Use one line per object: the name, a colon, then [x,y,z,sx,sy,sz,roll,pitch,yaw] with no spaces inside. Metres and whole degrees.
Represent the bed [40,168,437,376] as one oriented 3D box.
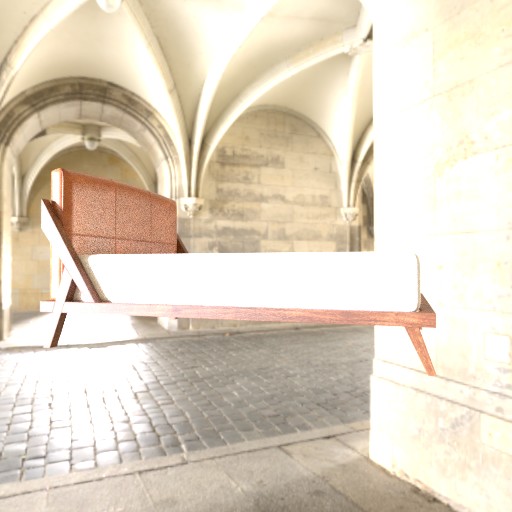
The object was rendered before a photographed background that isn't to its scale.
bed: [0.000,0.000,3.211,2.311,1.168,1.651,0,-1,18]
